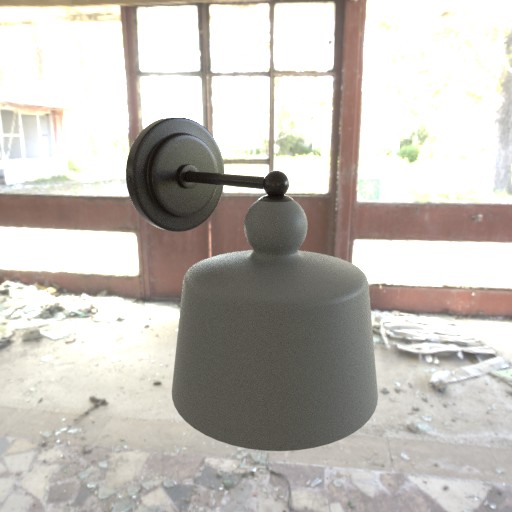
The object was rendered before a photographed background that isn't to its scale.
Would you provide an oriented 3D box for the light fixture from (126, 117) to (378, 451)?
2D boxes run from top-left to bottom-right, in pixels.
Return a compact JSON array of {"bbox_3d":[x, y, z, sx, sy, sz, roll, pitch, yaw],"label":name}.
[{"bbox_3d":[0.000,0.000,0.434,0.254,0.268,0.204,14,20,42],"label":"light fixture"}]
